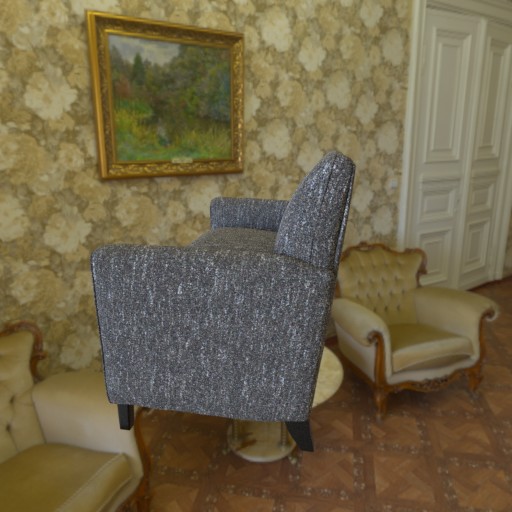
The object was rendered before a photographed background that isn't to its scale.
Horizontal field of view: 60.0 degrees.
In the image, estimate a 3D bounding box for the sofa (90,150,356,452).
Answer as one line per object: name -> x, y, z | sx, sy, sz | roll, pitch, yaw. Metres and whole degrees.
sofa -> 0.000, 0.000, 2.042 | 0.801, 0.946, 1.519 | 2, 14, 9
